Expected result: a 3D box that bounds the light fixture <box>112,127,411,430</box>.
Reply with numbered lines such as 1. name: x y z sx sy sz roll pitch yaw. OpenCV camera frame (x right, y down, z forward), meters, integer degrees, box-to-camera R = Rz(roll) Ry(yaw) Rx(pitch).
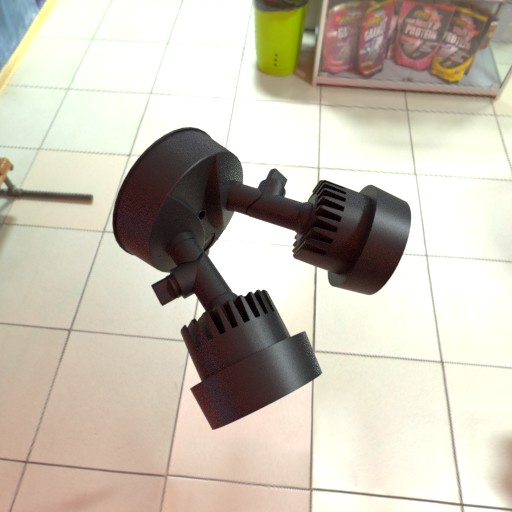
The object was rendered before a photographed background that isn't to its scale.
1. light fixture: 0.000 0.000 0.315 0.168 0.120 0.213 34 64 19
